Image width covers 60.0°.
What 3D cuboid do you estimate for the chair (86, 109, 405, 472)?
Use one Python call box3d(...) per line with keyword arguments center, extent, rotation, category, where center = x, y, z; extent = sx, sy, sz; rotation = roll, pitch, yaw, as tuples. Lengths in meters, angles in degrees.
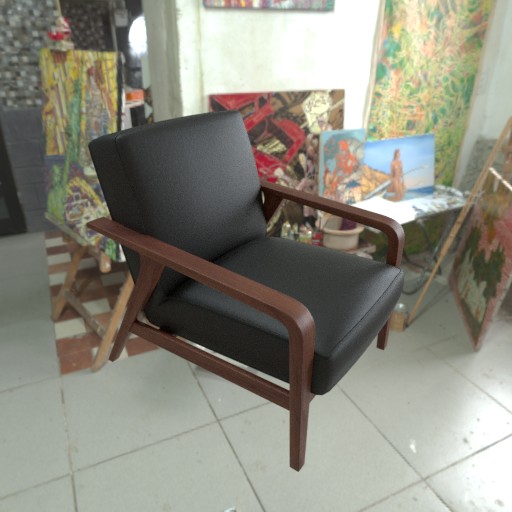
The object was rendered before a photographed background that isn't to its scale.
box3d(center=(0.000, 0.000, 1.508), extent=(0.889, 0.861, 0.719), rotation=(18, 32, 31), category="chair")
